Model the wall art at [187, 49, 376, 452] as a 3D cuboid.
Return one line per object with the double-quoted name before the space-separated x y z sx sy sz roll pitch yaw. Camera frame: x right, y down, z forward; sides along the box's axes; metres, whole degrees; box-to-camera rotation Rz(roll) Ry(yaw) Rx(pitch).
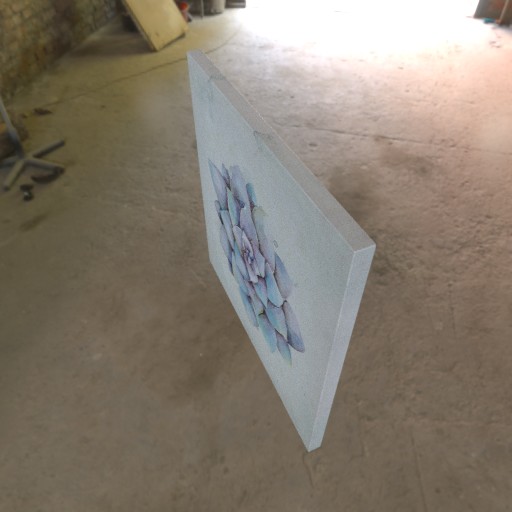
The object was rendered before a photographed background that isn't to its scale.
"wall art" 0.000 0.000 1.143 0.038 0.762 0.762 -18 49 -16
